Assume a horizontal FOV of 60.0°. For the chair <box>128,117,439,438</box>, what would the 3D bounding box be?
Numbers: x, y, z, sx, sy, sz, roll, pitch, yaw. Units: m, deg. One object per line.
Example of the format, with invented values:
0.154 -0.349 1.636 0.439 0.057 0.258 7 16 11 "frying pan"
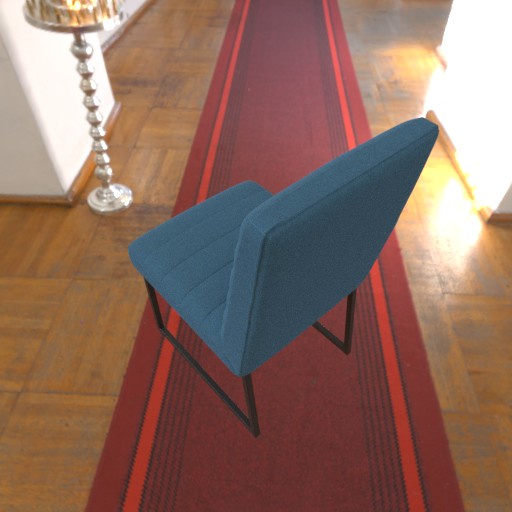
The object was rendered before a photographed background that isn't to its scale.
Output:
0.000 0.000 1.294 0.520 0.930 0.634 -33 54 -28 "chair"
